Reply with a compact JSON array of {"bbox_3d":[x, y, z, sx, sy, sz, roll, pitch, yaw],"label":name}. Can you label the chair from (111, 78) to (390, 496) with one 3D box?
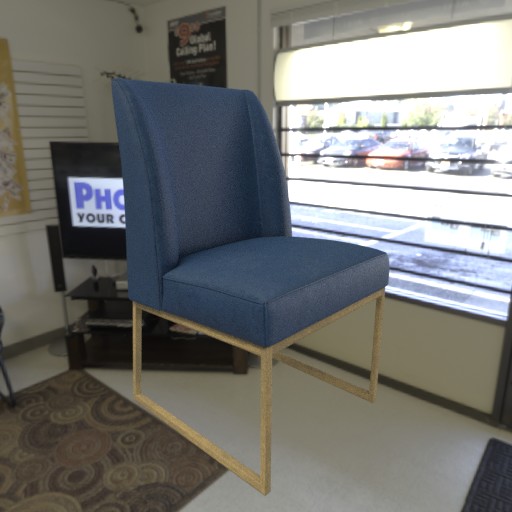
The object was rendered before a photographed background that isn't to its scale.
[{"bbox_3d":[0.000,0.000,1.150,0.522,0.863,0.508,14,21,41],"label":"chair"}]
